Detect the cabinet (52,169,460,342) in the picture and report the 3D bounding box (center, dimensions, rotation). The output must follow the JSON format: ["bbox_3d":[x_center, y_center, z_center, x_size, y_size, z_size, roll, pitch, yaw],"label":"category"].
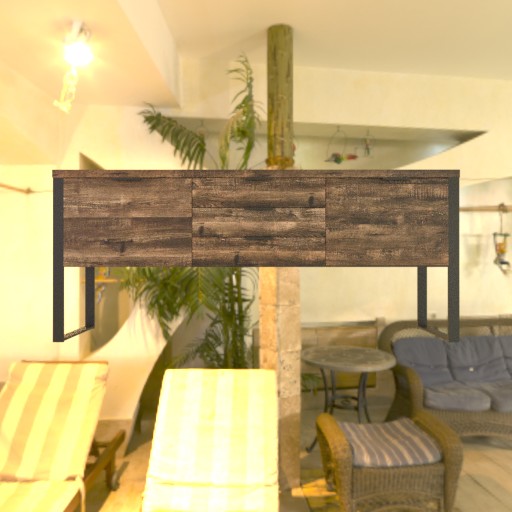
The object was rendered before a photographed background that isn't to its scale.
[{"bbox_3d":[0.000,0.000,2.139,1.800,0.762,0.395,0,0,0],"label":"cabinet"}]
